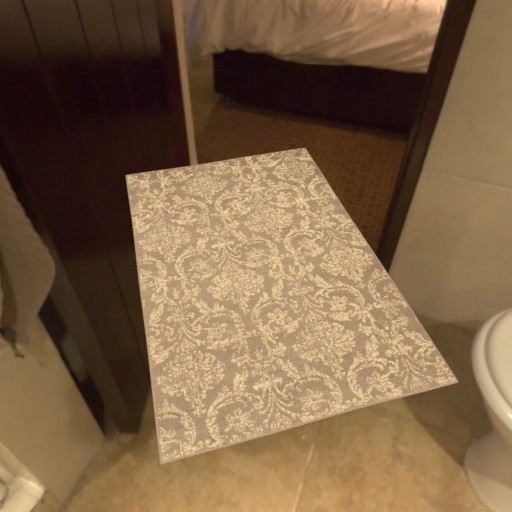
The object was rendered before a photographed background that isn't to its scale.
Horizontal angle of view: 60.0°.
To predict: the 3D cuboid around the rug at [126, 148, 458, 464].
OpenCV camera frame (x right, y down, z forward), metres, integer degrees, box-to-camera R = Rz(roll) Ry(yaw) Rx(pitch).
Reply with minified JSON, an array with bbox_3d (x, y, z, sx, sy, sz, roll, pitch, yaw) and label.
[{"bbox_3d":[0.000,0.000,3.468,1.819,0.018,2.746,-11,46,-11],"label":"rug"}]
